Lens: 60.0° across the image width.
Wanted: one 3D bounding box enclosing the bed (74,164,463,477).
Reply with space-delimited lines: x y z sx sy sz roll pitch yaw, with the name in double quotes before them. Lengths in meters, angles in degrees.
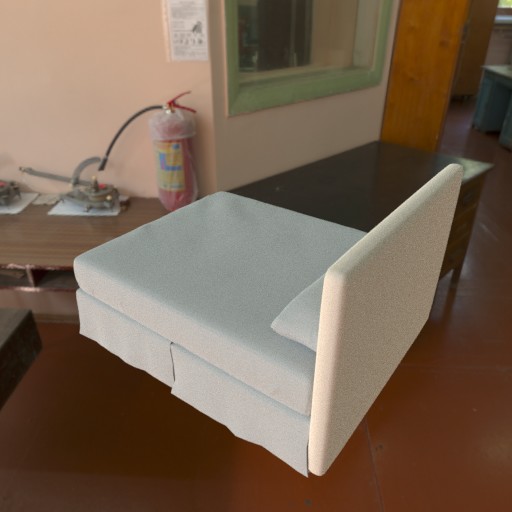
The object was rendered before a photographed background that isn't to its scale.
"bed" 0.000 0.000 3.136 2.142 1.330 1.748 20 36 31
